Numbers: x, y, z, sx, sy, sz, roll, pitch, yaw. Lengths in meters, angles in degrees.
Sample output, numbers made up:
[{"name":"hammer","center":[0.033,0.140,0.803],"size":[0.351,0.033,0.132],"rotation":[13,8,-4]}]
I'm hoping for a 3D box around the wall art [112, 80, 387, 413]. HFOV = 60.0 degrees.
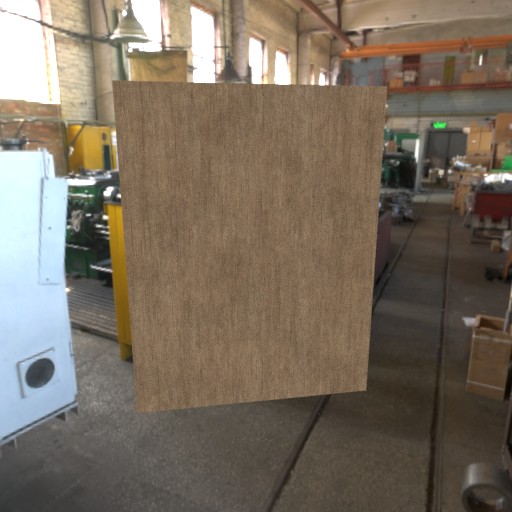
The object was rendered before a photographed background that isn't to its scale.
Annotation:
[{"name":"wall art","center":[0.000,0.000,0.942],"size":[0.534,0.686,0.018],"rotation":[-2,15,-10]}]
